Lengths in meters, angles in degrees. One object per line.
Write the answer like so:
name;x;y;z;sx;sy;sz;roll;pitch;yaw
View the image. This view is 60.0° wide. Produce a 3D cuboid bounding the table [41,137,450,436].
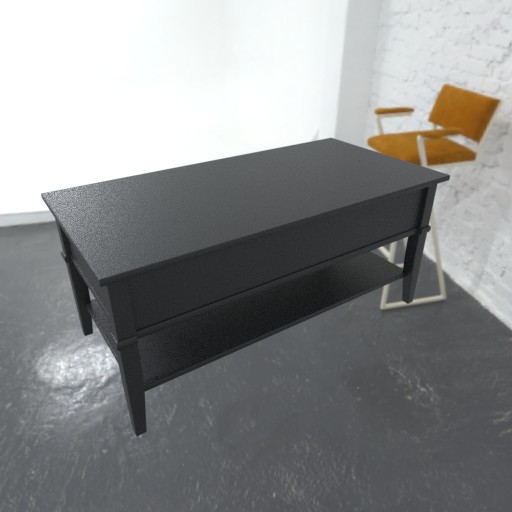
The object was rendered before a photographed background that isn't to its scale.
table;0.000;0.000;1.371;1.044;0.470;0.523;-18;34;-29
